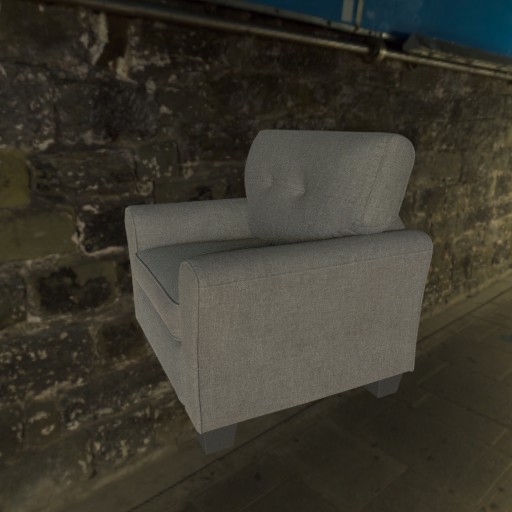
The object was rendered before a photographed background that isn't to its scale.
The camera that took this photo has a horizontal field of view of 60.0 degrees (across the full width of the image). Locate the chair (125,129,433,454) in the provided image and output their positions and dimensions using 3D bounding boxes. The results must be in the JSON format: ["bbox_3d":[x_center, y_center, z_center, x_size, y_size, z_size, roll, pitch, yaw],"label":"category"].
[{"bbox_3d":[0.000,0.000,1.642,0.816,0.890,0.941,-8,18,-25],"label":"chair"}]
